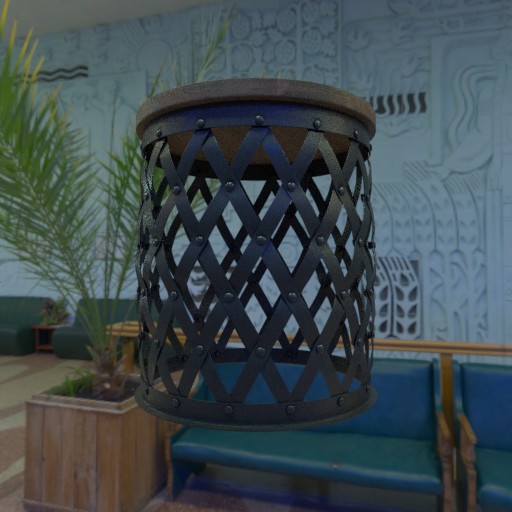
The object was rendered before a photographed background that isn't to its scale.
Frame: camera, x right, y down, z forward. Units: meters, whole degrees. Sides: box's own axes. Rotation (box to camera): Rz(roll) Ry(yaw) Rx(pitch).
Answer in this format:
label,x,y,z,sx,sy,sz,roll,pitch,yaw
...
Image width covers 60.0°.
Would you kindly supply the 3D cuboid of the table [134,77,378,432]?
label,x,y,z,sx,sy,sz,roll,pitch,yaw
table,0.000,0.000,0.769,0.405,0.454,0.405,0,-1,0
